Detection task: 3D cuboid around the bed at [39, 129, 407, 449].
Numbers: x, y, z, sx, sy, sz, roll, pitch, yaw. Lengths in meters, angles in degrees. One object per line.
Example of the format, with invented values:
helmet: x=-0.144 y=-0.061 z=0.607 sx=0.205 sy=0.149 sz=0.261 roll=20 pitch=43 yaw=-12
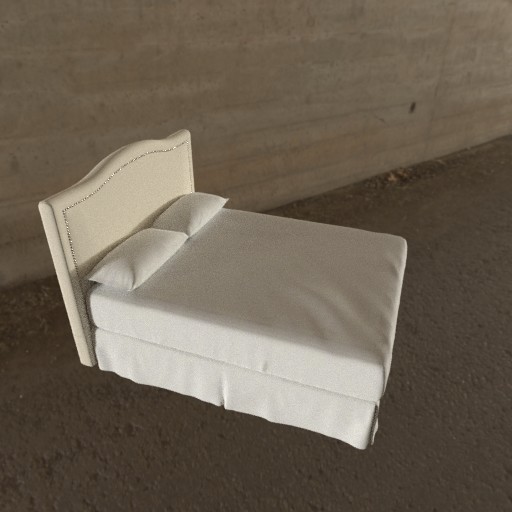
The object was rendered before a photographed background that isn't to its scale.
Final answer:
bed: x=0.000 y=0.000 z=3.322 sx=2.143 sy=1.460 sz=1.753 roll=11 pitch=32 yaw=17
